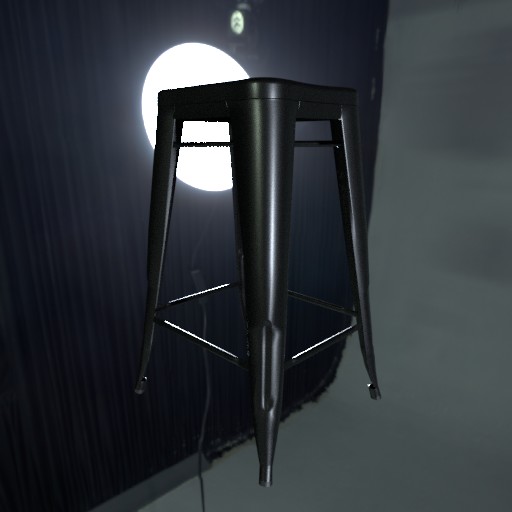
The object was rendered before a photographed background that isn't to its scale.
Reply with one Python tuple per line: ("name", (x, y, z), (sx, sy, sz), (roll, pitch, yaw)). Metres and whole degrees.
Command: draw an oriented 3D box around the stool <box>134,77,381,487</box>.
("stool", (0.000, 0.000, 0.862), (0.399, 0.609, 0.359), (14, 21, 42))
